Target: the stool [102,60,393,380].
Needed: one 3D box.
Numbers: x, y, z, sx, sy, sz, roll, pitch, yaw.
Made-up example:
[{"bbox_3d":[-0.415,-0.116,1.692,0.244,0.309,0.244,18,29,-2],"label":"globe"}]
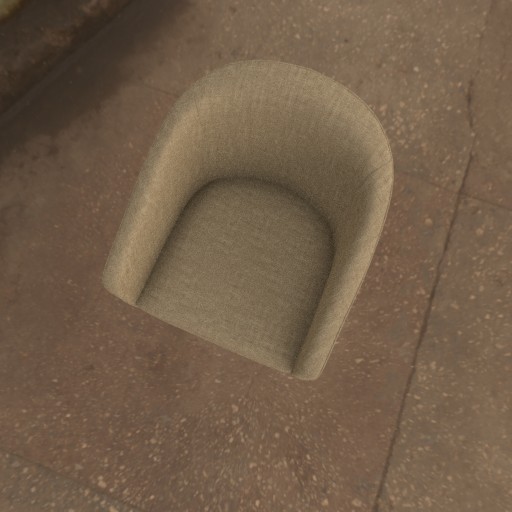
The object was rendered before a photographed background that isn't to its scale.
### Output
[{"bbox_3d":[0.000,0.000,1.406,0.559,1.078,0.607,22,76,6],"label":"stool"}]
